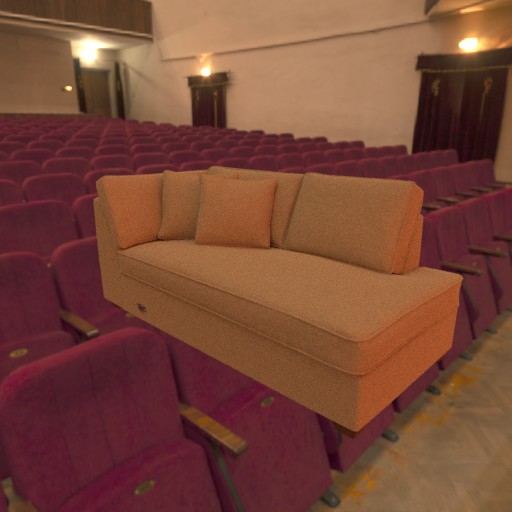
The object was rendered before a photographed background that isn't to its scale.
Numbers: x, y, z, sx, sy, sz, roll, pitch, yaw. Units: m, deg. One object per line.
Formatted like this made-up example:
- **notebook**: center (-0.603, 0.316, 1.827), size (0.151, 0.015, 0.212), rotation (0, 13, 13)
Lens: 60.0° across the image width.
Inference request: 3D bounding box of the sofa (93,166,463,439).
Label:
- **sofa**: center (0.000, 0.000, 2.845), size (2.237, 1.033, 1.110), rotation (15, 23, 41)
